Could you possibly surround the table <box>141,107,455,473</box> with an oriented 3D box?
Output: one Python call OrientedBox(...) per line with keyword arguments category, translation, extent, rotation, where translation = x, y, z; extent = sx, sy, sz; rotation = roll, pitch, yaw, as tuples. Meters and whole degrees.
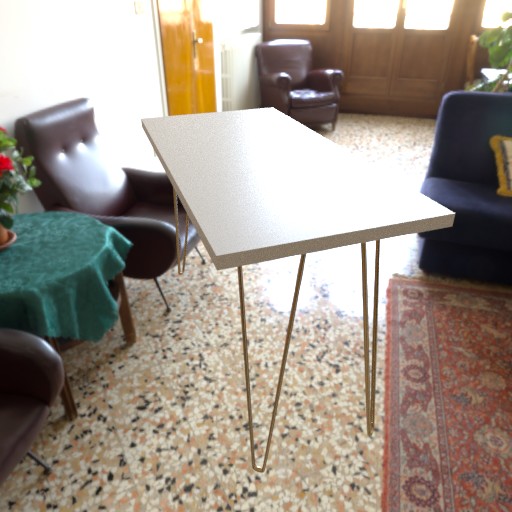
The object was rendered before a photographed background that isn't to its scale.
OrientedBox(category="table", translation=(0.000, 0.000, 1.390), extent=(0.498, 0.660, 0.991), rotation=(-11, 33, -17))
